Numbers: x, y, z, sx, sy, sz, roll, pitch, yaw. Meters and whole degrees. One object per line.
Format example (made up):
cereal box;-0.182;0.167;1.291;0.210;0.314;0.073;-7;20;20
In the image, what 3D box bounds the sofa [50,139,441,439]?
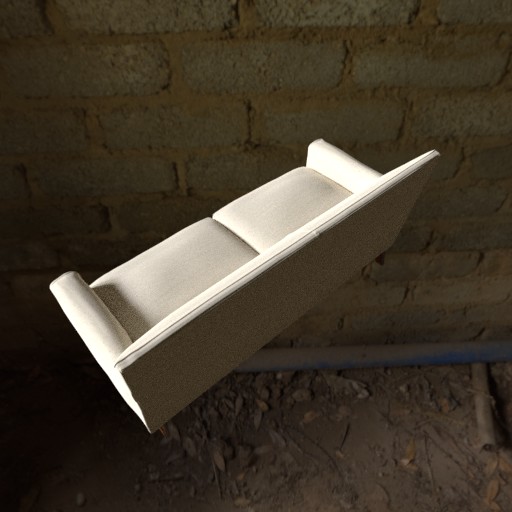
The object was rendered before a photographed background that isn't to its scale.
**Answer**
sofa;0.000;0.000;2.493;2.001;0.907;0.841;-33;54;-28
